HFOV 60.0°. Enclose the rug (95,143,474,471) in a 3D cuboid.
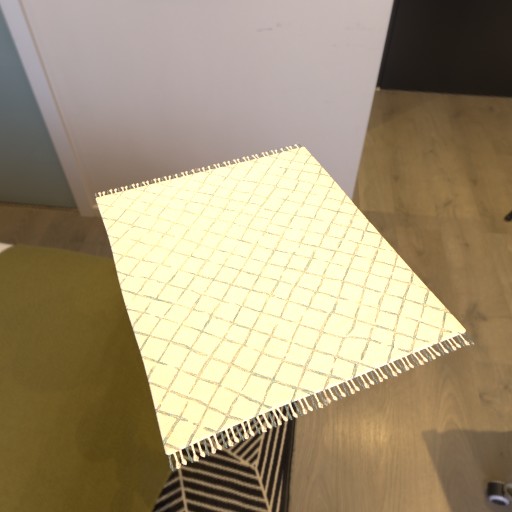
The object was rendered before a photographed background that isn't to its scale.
[{"bbox_3d":[0.000,0.000,4.812,2.892,0.036,3.585,-17,49,-15],"label":"rug"}]
